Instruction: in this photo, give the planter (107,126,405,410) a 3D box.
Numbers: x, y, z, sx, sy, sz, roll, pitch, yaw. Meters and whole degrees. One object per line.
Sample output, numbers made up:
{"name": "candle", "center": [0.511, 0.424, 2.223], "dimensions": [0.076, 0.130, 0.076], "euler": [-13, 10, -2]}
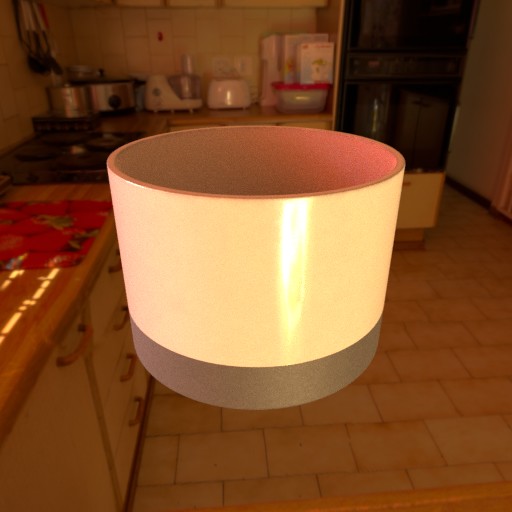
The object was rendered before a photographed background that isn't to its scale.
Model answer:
{"name": "planter", "center": [0.000, 0.000, 0.222], "dimensions": [0.128, 0.105, 0.128], "euler": [0, 26, 0]}
